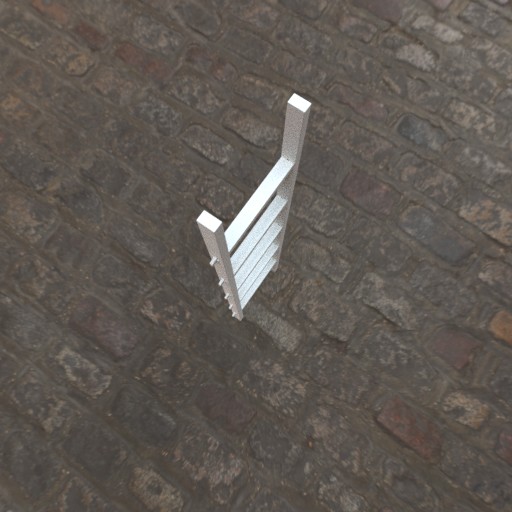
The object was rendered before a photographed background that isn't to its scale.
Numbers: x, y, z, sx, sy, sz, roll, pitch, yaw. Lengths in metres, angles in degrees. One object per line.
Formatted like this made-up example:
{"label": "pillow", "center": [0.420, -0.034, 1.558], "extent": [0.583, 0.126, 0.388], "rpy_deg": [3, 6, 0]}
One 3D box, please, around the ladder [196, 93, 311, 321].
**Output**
{"label": "ladder", "center": [0.000, 0.000, 1.912], "extent": [0.051, 1.797, 0.452], "rpy_deg": [34, 78, 8]}
